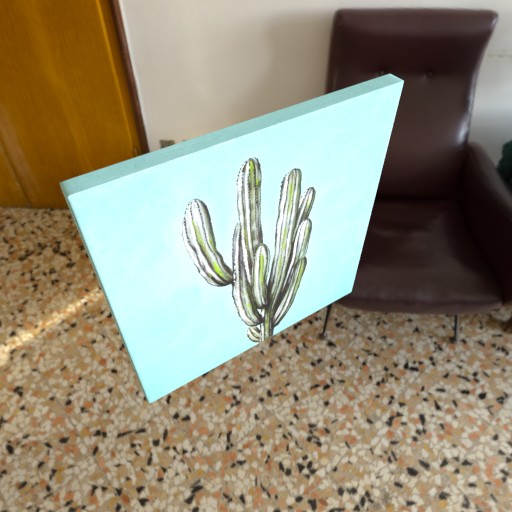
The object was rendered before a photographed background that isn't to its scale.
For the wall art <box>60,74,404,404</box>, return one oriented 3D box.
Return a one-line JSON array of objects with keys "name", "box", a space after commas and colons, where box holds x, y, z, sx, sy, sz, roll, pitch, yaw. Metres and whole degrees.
[{"name": "wall art", "box": [0.000, 0.000, 1.155, 0.765, 0.766, 0.054, -25, 52, -22]}]
